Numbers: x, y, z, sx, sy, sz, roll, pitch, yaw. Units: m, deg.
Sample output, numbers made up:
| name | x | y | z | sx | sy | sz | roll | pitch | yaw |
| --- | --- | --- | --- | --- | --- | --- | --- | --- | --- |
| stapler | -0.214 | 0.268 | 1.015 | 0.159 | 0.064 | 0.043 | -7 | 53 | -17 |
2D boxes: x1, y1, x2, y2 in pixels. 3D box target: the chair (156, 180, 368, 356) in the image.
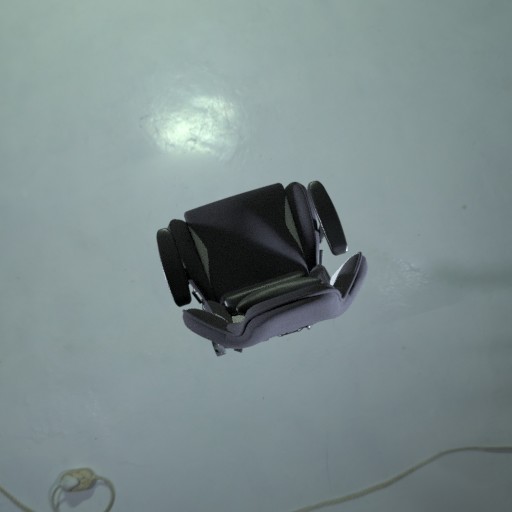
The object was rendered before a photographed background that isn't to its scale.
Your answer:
| name | x | y | z | sx | sy | sz | roll | pitch | yaw |
| --- | --- | --- | --- | --- | --- | --- | --- | --- | --- |
| chair | 0.000 | 0.000 | 1.772 | 0.730 | 1.300 | 0.695 | -18 | 77 | -4 |
